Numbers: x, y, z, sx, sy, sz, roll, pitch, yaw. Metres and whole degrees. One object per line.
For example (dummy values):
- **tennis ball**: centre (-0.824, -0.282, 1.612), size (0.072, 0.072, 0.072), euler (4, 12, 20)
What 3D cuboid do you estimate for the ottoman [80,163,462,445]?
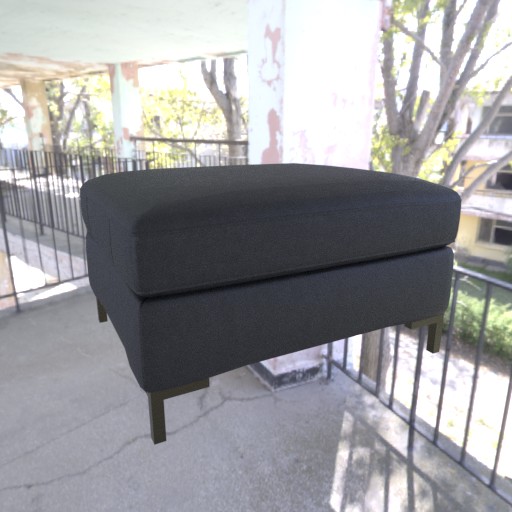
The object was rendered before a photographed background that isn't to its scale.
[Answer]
- **ottoman**: centre (0.000, 0.000, 1.784), size (1.187, 0.696, 0.967), euler (-8, 18, -27)
